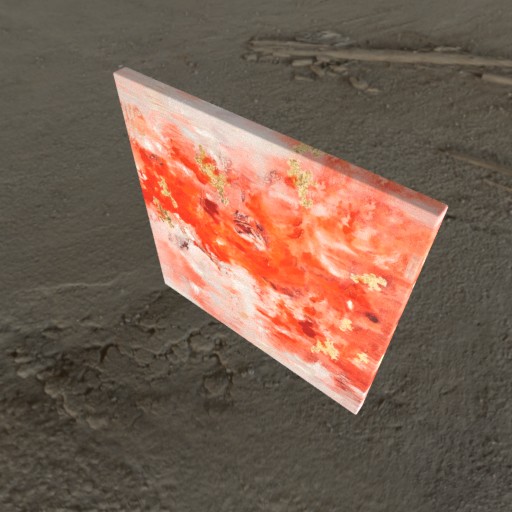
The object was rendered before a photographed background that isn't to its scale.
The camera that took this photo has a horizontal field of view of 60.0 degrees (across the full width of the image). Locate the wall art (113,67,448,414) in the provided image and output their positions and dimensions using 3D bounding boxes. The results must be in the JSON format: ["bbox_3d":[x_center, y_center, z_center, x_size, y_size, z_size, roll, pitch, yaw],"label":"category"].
[{"bbox_3d":[0.000,0.000,1.110,0.747,0.746,0.064,30,55,24],"label":"wall art"}]
